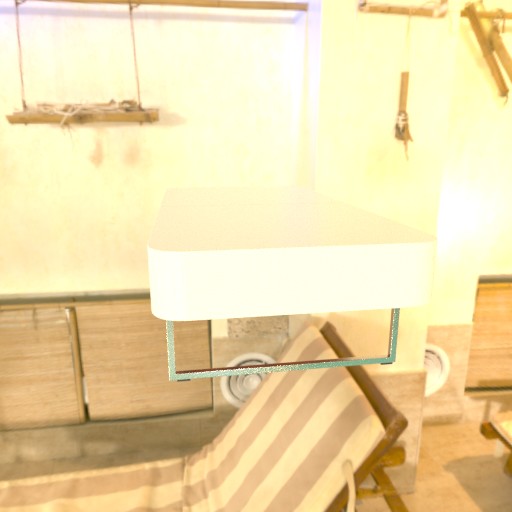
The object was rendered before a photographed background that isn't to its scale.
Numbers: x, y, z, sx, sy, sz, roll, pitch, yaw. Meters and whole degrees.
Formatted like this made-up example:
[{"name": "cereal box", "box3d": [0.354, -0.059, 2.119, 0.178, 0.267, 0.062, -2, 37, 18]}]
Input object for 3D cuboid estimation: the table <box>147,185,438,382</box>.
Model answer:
[{"name": "table", "box3d": [0.000, 0.000, 1.458, 0.600, 0.340, 1.200, -2, 15, -9]}]
